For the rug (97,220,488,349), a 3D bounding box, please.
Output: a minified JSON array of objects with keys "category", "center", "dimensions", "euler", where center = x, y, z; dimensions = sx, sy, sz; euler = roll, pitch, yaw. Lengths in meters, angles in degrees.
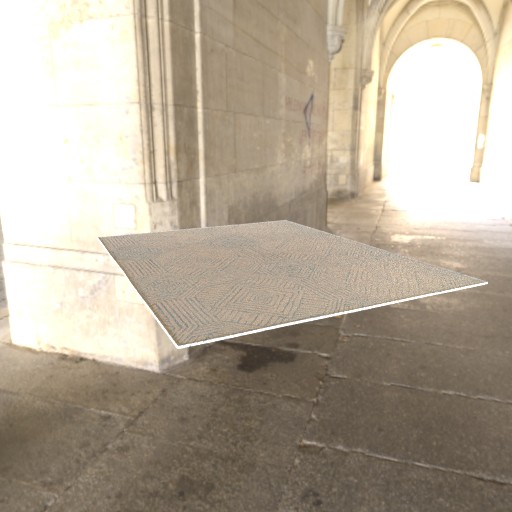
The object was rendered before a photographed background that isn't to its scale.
[{"category":"rug","center":[0.000,0.000,4.178],"dimensions":[2.457,0.015,3.049],"euler":[-7,16,-26]}]
